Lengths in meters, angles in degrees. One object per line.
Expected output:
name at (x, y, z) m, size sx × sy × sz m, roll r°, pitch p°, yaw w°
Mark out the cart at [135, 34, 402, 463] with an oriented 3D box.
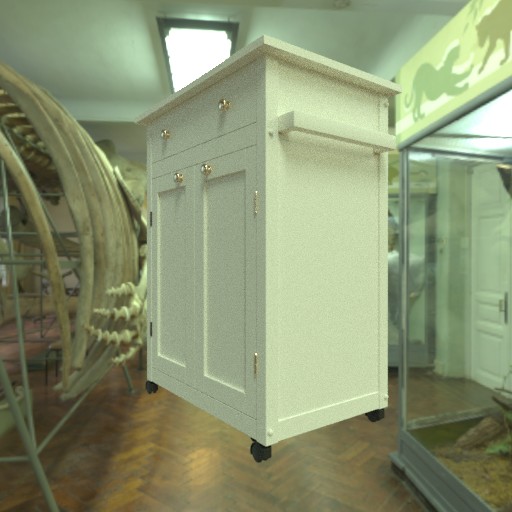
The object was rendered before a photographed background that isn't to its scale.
cart at (0.000, 0.000, 1.252) m, size 0.442 × 0.864 × 0.683 m, roll 0°, pitch 0°, yaw -37°
